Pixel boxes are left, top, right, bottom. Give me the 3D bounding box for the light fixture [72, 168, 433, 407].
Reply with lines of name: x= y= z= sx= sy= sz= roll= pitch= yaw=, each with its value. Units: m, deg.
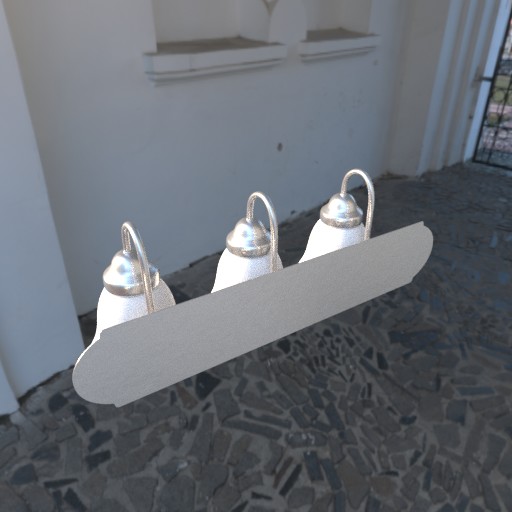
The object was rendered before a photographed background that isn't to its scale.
light fixture: x=0.000 y=0.000 z=0.697 sx=0.610 sy=0.222 sz=0.199 roll=-17 pitch=34 yaw=-28
